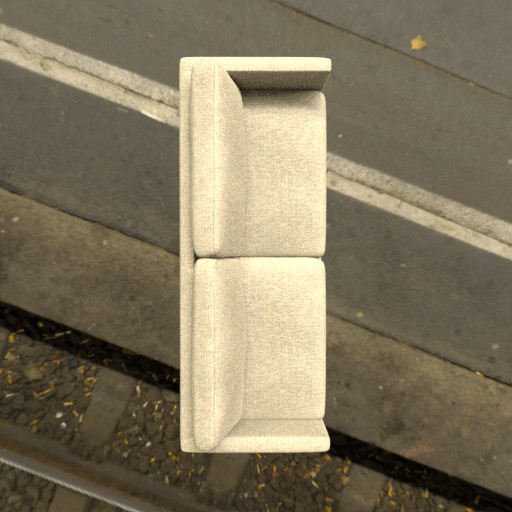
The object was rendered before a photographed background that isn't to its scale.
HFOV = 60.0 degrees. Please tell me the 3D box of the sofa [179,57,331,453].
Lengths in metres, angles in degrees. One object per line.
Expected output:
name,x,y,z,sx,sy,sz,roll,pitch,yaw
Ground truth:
sofa,0.000,0.000,2.962,0.948,0.951,2.434,0,91,0
